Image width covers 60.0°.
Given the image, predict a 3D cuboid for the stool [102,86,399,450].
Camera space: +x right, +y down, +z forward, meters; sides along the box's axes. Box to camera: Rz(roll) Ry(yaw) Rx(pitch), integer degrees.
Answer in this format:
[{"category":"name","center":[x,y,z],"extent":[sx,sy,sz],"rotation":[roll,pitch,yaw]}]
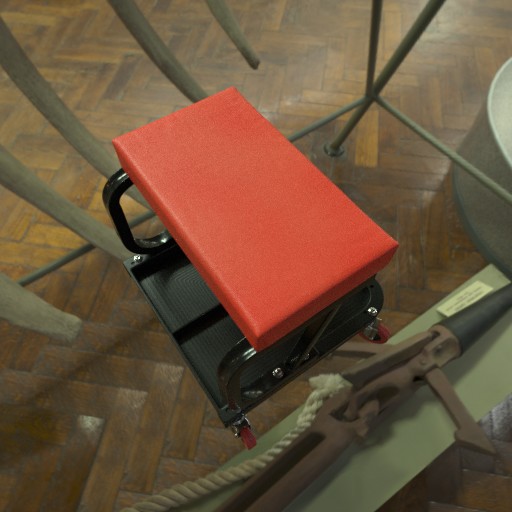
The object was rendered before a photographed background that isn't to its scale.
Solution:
[{"category":"stool","center":[0.000,0.000,0.749],"extent":[0.371,0.380,0.446],"rotation":[-31,63,-18]}]
